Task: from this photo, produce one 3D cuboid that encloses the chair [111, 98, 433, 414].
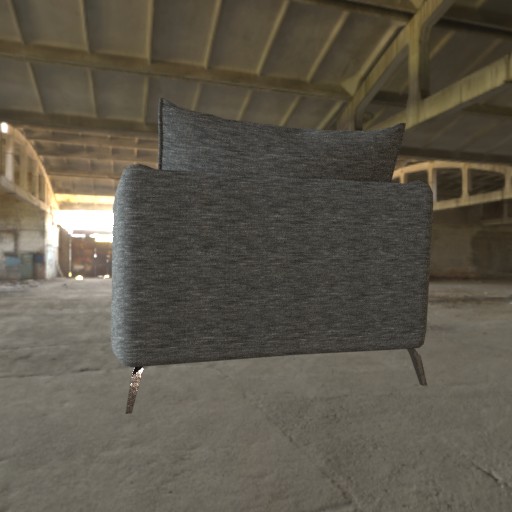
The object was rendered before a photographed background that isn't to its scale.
[{"bbox_3d":[0.000,0.000,1.637,1.004,0.842,0.805,0,-1,-16],"label":"chair"}]
